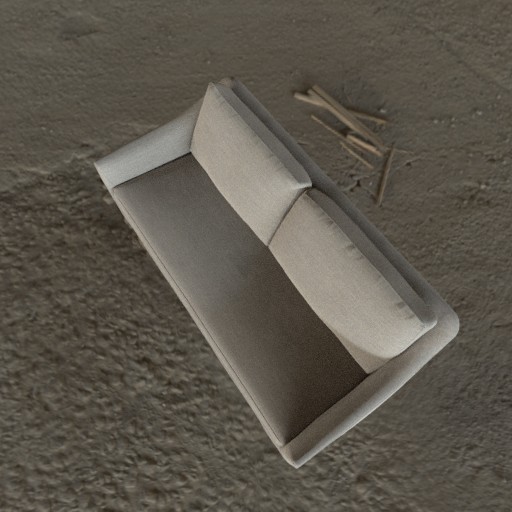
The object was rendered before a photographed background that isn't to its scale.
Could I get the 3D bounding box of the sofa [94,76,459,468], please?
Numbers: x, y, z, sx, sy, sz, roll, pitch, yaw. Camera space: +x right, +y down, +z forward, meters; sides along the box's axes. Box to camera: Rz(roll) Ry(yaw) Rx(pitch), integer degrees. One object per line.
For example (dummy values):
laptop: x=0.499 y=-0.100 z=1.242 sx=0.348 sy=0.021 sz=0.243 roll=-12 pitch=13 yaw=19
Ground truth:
sofa: x=0.000 y=0.000 z=2.540 sx=0.980 sy=0.913 sz=2.036 roll=-32 pitch=68 yaw=-14
